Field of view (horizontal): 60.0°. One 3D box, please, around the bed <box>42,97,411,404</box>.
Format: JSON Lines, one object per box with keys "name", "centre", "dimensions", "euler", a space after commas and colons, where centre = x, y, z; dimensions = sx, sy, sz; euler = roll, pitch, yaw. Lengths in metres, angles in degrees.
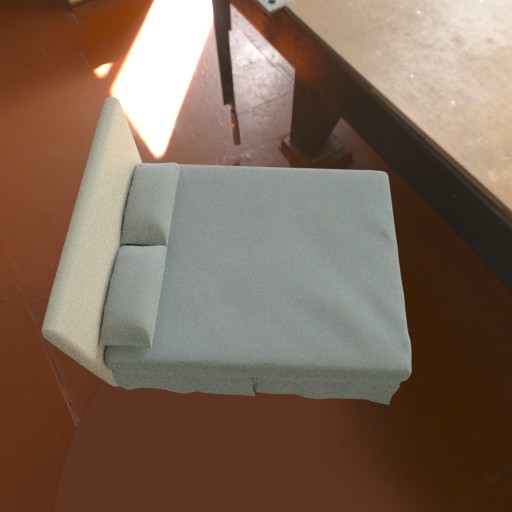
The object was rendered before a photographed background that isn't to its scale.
{"name": "bed", "centre": [0.000, 0.000, 3.157], "dimensions": [2.142, 1.330, 1.748], "euler": [2, 62, 1]}
